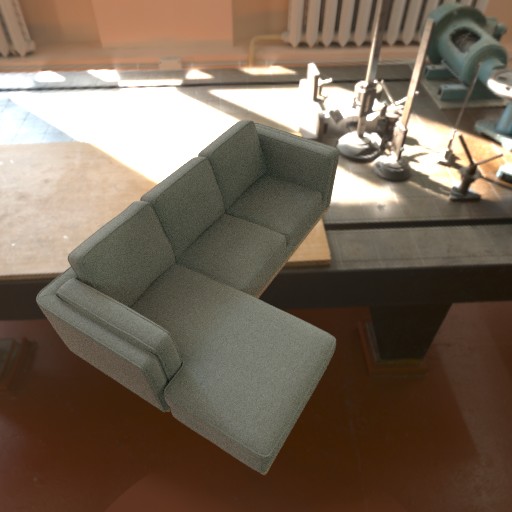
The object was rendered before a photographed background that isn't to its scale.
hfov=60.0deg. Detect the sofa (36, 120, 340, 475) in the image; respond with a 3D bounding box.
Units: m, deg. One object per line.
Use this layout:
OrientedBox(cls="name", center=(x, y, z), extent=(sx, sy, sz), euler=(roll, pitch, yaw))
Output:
OrientedBox(cls="sofa", center=(0.000, 0.000, 3.174), extent=(1.604, 0.929, 2.411), euler=(24, 50, 22))
